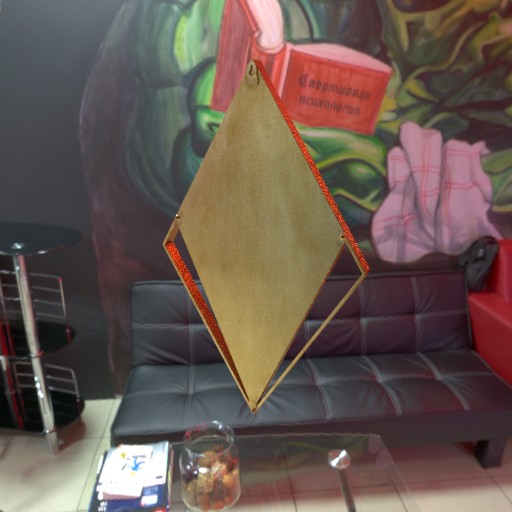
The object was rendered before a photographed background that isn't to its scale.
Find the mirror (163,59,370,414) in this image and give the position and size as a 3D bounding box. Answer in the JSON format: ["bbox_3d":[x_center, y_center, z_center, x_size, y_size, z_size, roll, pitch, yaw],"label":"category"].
[{"bbox_3d":[0.000,0.000,0.832,0.419,0.679,0.032,8,19,26],"label":"mirror"}]
